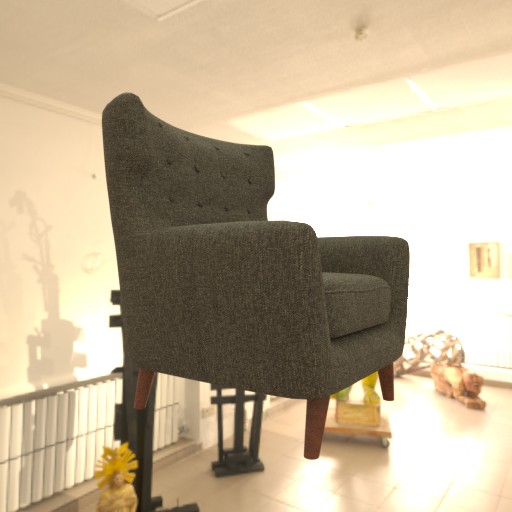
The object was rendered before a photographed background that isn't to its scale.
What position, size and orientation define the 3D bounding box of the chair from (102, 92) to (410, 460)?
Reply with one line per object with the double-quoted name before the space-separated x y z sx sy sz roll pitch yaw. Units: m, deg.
"chair" 0.000 0.000 1.635 0.904 1.063 0.878 -1 -1 36
